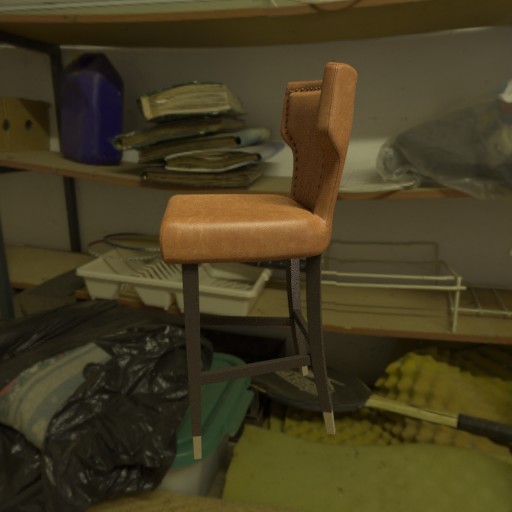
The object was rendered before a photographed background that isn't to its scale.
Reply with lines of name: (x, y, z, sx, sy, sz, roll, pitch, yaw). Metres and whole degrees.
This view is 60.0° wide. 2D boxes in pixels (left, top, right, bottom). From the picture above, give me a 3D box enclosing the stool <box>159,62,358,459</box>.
stool: (0.000, 0.000, 1.416, 0.563, 1.092, 0.526, -2, 15, -8)
